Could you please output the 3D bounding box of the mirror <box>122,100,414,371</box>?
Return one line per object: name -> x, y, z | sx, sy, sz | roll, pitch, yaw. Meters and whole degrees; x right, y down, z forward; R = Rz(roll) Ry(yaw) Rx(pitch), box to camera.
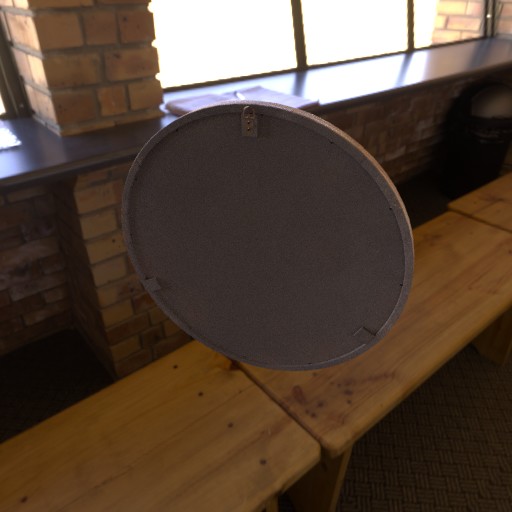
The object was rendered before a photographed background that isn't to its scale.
mirror -> 0.000, 0.000, 1.058 | 0.710, 0.710, 0.038 | 10, 34, 16
